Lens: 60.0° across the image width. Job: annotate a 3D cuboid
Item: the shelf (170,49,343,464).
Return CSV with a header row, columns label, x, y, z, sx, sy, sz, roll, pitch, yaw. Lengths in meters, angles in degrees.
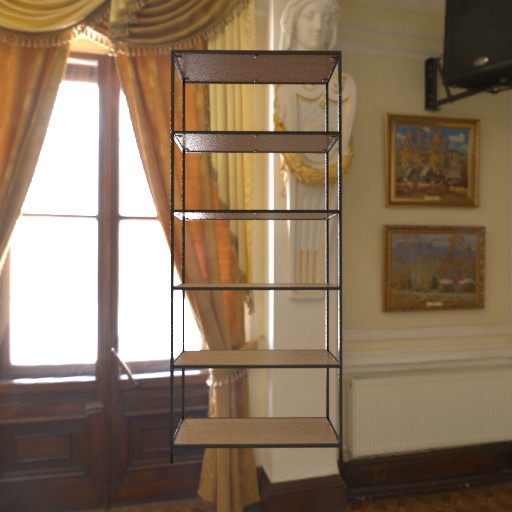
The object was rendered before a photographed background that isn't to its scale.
label,x,y,z,sx,sy,sz,roll,pitch,yaw
shelf,0.000,0.000,2.160,0.770,1.850,0.350,0,-1,-1
